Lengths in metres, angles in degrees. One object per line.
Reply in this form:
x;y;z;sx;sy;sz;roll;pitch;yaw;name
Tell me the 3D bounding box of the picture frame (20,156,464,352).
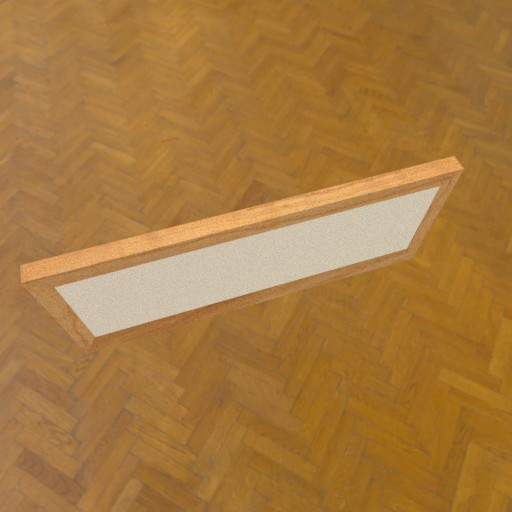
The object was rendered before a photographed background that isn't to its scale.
0.000;0.000;0.668;0.582;0.234;0.045;-15;59;-9;picture frame
